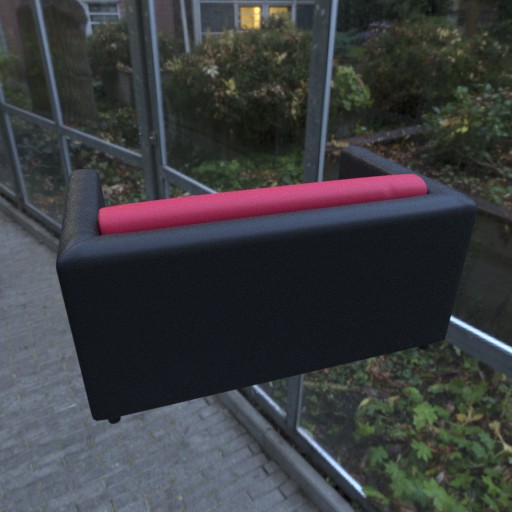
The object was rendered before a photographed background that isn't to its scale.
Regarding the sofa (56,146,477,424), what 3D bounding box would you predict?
[{"bbox_3d":[0.000,0.000,1.868,1.410,0.735,0.845,-9,29,-16],"label":"sofa"}]
